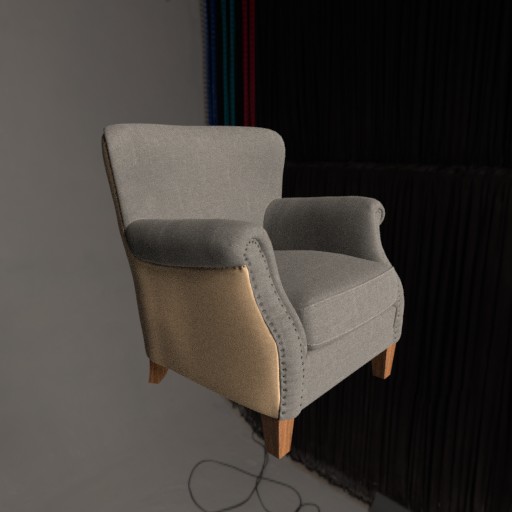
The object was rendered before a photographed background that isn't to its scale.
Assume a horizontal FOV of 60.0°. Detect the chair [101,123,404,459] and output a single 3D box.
[{"bbox_3d":[0.000,0.000,1.627,0.921,0.936,0.861,13,20,41],"label":"chair"}]
